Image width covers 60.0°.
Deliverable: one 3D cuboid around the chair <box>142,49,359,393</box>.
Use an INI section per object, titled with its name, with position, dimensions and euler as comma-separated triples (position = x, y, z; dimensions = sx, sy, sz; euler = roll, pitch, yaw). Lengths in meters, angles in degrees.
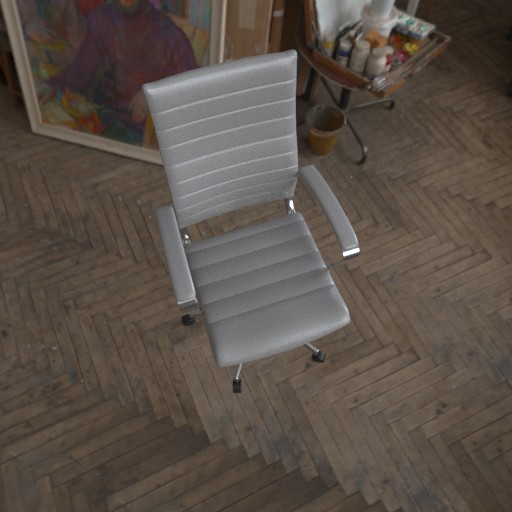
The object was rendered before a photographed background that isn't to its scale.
[chair]
position = 0.000, 0.000, 1.589
dimensions = 0.679, 1.149, 0.667
euler = -17, 63, -9
